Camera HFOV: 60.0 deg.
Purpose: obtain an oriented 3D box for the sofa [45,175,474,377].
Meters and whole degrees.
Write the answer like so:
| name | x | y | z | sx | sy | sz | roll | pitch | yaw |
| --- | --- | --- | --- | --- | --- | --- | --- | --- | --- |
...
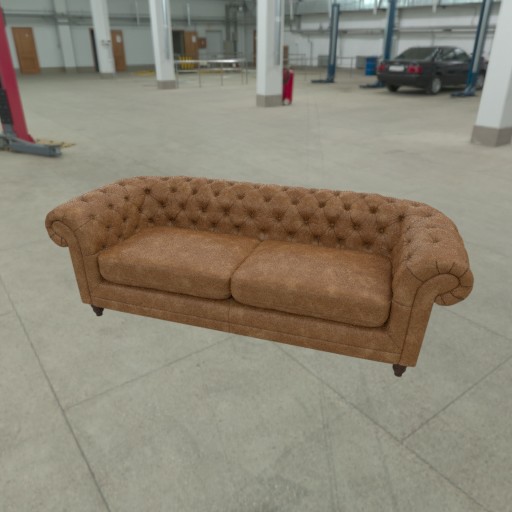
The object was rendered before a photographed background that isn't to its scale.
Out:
| name | x | y | z | sx | sy | sz | roll | pitch | yaw |
| --- | --- | --- | --- | --- | --- | --- | --- | --- | --- |
| sofa | 0.000 | 0.000 | 2.825 | 2.365 | 0.760 | 0.989 | 8 | 27 | 16 |
